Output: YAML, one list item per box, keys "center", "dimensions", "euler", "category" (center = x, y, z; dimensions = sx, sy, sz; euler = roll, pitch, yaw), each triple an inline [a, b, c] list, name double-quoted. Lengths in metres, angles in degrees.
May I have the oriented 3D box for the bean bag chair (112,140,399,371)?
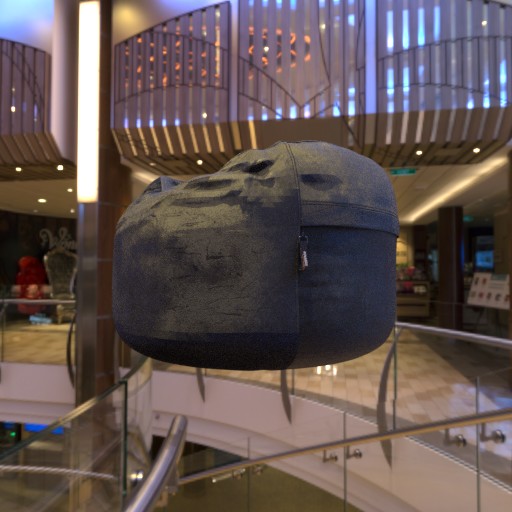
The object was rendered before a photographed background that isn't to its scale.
- center: [0.000, 0.000, 1.481]
  dimensions: [0.918, 0.605, 0.918]
  euler: [0, -2, 0]
  category: "bean bag chair"
